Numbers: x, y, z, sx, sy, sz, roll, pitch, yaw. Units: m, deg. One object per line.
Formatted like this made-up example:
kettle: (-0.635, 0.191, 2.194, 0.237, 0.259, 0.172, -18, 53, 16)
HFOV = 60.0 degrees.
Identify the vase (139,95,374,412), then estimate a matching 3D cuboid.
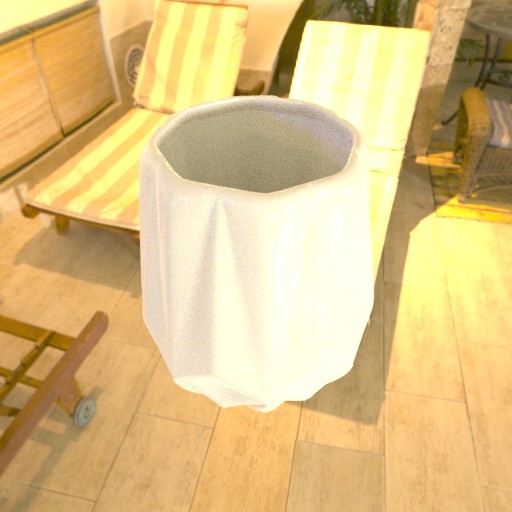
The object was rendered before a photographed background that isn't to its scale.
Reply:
vase: (0.000, 0.000, 0.258, 0.141, 0.152, 0.141, 0, 42, 0)
